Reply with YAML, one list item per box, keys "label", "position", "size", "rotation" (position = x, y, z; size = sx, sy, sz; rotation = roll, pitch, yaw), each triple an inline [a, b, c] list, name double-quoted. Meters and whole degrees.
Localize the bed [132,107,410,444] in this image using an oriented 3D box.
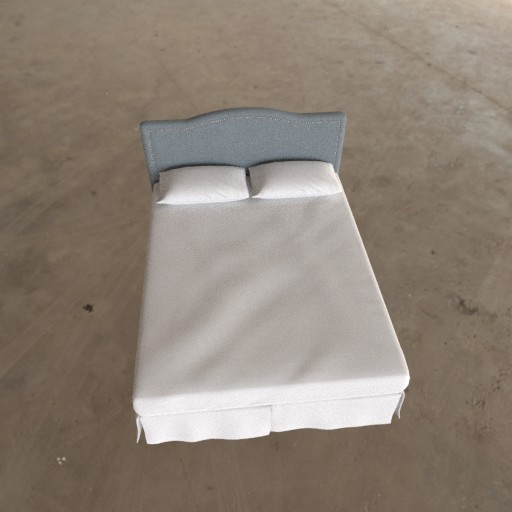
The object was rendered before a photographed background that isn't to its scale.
- label: "bed"
  position: [0.000, 0.000, 3.975]
  size: [2.161, 1.457, 2.689]
  rotation: [-4, 47, -4]
